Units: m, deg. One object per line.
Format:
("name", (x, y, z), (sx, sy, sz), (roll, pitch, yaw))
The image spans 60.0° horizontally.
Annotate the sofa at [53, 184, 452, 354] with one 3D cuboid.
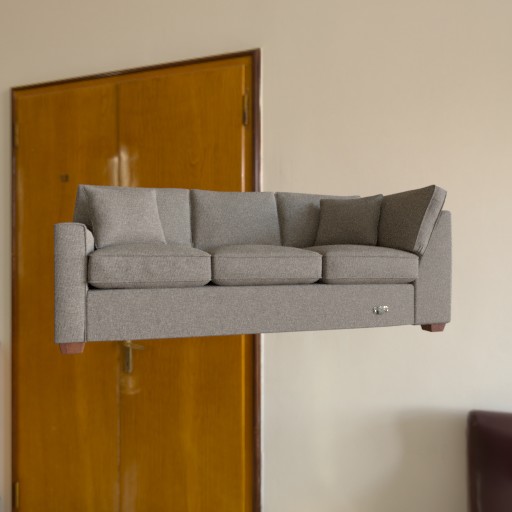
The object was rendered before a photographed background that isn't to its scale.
("sofa", (0.000, 0.000, 2.904), (2.317, 0.962, 1.061), (0, 0, -17))
